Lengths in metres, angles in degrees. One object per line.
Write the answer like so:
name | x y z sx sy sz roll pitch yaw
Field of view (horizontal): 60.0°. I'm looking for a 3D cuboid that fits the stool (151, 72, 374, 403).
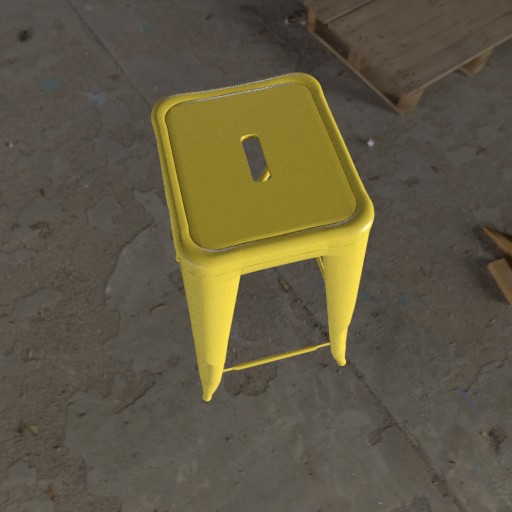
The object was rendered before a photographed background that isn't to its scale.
stool | 0.000 0.000 0.871 0.359 0.609 0.399 -13 64 -6
